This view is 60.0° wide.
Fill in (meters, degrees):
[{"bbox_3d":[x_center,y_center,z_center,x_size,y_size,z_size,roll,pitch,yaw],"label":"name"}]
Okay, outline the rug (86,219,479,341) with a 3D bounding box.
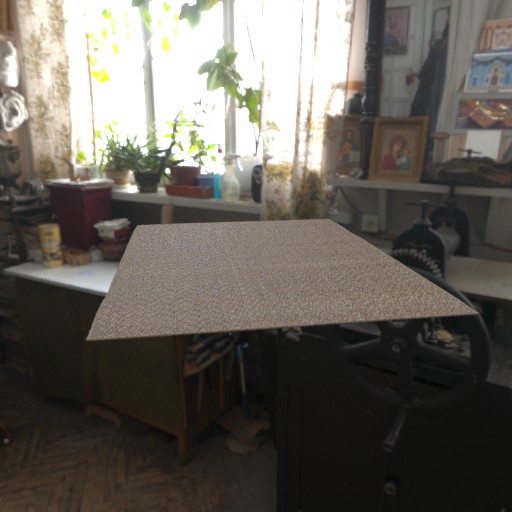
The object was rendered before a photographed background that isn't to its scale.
[{"bbox_3d":[0.000,0.000,4.087,2.439,0.013,3.048,-3,17,-9],"label":"rug"}]
